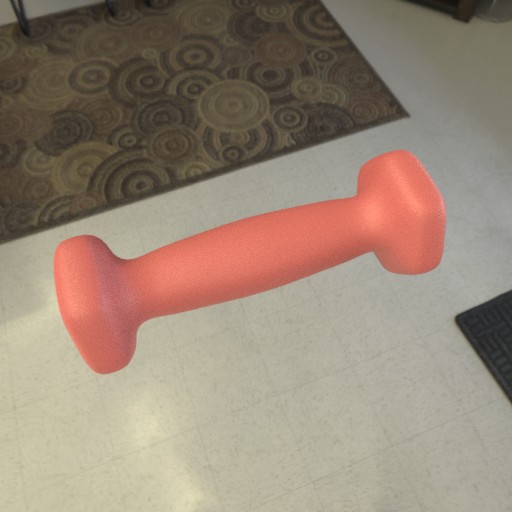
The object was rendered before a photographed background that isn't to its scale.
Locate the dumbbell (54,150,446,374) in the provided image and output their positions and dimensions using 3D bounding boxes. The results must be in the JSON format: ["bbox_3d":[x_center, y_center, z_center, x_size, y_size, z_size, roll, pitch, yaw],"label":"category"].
[{"bbox_3d":[0.000,0.000,0.149,0.123,0.043,0.047,-16,63,-9],"label":"dumbbell"}]
